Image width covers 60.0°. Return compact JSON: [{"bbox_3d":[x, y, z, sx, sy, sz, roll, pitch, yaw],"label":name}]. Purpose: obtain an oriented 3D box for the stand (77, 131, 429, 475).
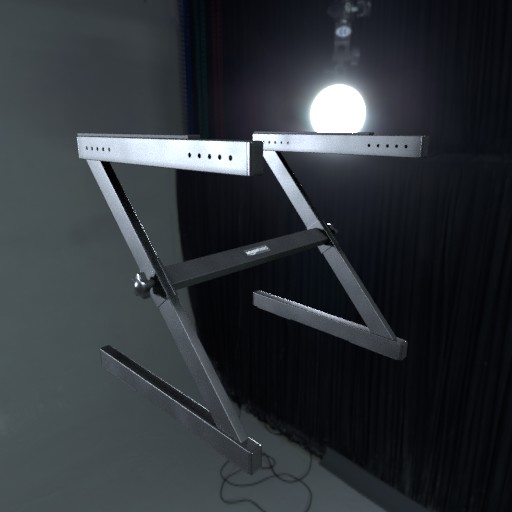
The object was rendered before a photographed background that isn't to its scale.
[{"bbox_3d":[0.000,0.000,1.152,0.586,0.617,0.700,15,22,42],"label":"stand"}]
